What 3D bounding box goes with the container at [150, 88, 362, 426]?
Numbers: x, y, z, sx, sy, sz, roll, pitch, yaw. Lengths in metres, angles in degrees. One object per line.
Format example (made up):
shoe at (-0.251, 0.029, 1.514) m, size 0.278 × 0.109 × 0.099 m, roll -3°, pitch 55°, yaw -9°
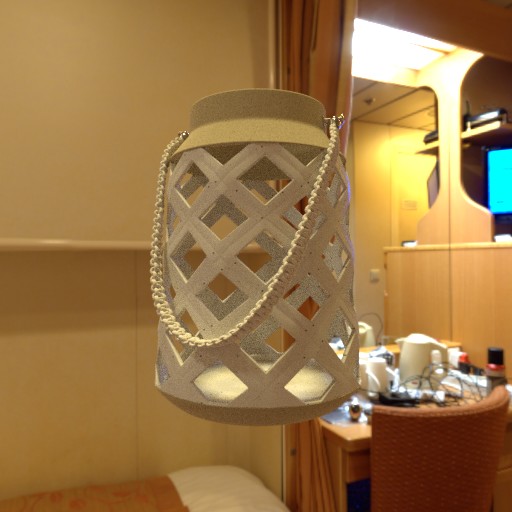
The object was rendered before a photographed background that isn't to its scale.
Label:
container at (0.000, 0.000, 0.406) m, size 0.188 × 0.264 × 0.198 m, roll 0°, pitch 0°, yaw 19°
